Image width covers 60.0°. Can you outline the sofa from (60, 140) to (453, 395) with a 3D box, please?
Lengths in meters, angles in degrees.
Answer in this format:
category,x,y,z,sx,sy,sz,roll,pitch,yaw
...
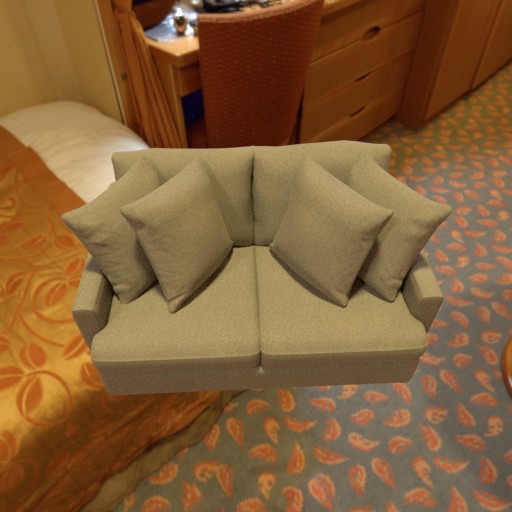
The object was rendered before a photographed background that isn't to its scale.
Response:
category,x,y,z,sx,sy,sz,roll,pitch,yaw
sofa,0.000,0.000,2.577,1.869,1.080,1.228,-2,46,-2
